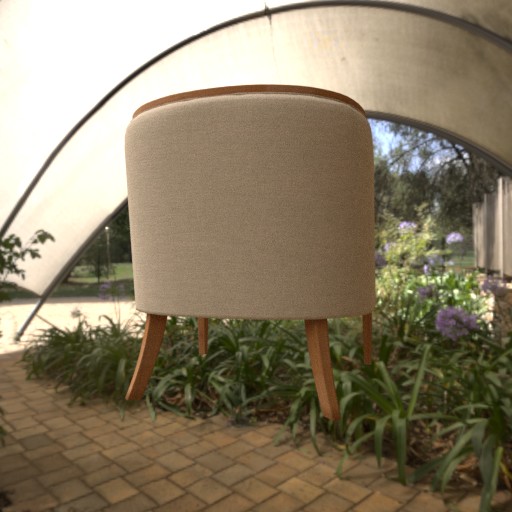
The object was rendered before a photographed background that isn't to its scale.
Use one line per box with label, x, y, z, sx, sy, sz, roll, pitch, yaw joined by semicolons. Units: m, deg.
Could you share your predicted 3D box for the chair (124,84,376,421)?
chair;0.000;0.000;1.383;0.711;0.775;0.757;0;-1;16
